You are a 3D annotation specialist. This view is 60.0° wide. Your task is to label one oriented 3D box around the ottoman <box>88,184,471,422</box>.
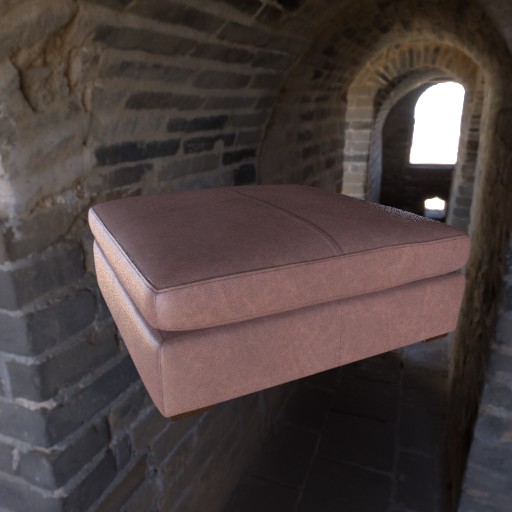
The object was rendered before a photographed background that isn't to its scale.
[{"bbox_3d":[0.000,0.000,1.823,1.168,0.490,1.168,-9,20,-26],"label":"ottoman"}]
